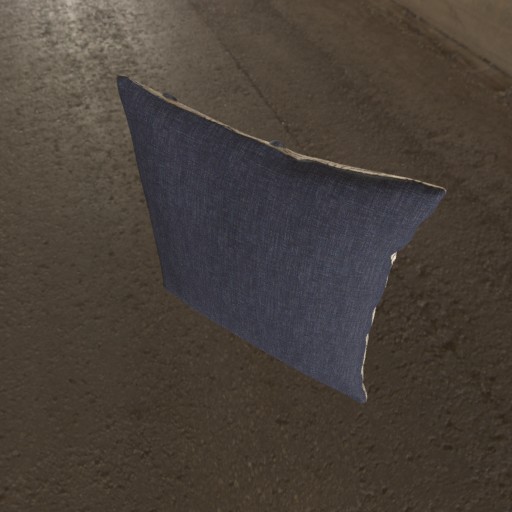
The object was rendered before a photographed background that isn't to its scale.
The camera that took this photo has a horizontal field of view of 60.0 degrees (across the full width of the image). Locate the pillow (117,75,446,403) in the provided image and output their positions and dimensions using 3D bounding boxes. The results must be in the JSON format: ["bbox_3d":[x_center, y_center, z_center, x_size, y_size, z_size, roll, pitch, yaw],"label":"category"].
[{"bbox_3d":[0.000,0.000,0.762,0.510,0.510,0.145,26,52,23],"label":"pillow"}]
